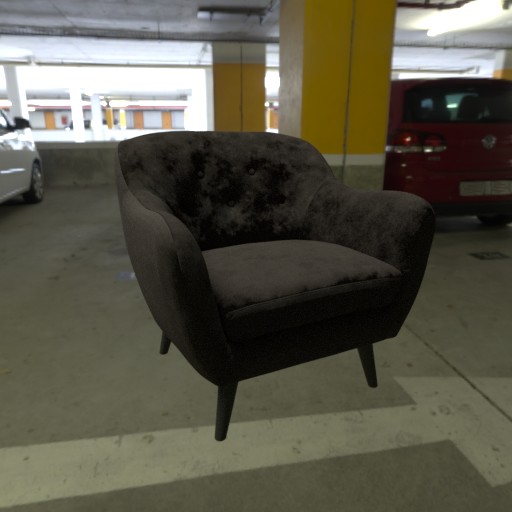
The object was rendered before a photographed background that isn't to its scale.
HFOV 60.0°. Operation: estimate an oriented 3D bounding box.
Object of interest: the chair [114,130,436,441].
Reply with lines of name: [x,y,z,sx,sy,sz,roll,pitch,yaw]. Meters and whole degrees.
chair: [0.000,0.000,1.496,0.840,0.807,0.819,-9,18,-27]
